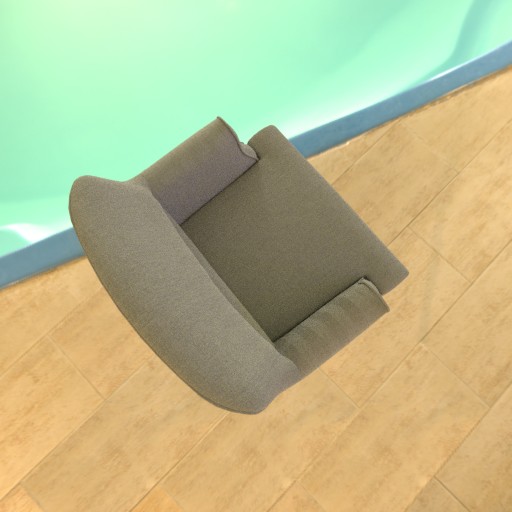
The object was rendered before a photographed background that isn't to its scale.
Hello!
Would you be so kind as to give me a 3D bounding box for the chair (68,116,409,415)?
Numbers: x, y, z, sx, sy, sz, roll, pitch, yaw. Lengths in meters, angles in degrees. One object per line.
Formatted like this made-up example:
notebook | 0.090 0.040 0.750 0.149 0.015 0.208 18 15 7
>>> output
chair | 0.000 0.000 1.419 0.755 0.880 0.772 -38 78 -10
